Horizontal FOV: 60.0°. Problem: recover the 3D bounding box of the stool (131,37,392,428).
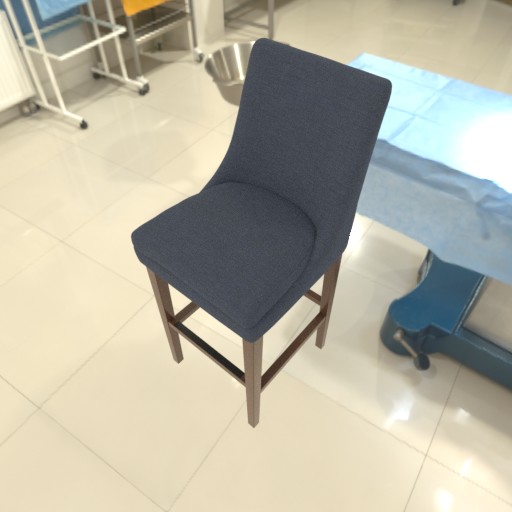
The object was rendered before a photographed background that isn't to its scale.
[{"bbox_3d":[0.000,0.000,1.391,0.470,1.078,0.577,32,55,26],"label":"stool"}]
